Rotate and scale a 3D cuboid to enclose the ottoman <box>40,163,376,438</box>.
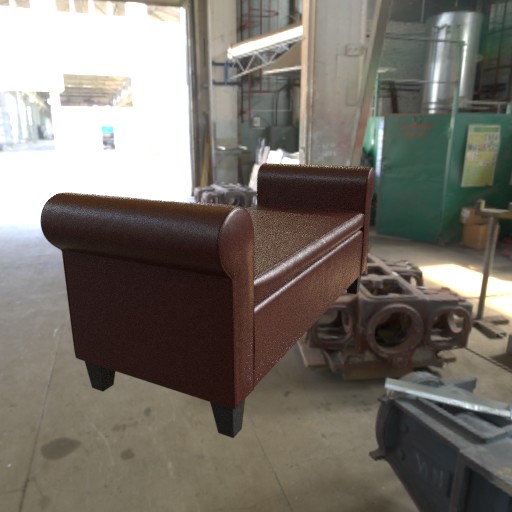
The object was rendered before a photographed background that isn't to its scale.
[{"bbox_3d":[0.000,0.000,1.531,0.521,0.547,1.256,8,18,26],"label":"ottoman"}]
